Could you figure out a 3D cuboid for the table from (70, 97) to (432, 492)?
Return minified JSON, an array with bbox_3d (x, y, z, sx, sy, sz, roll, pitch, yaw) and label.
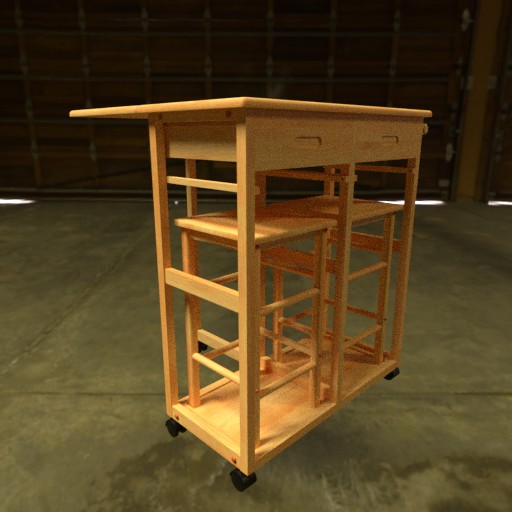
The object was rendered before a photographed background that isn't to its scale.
[{"bbox_3d":[0.000,0.000,1.336,0.752,0.832,0.693,-15,21,-43],"label":"table"}]
